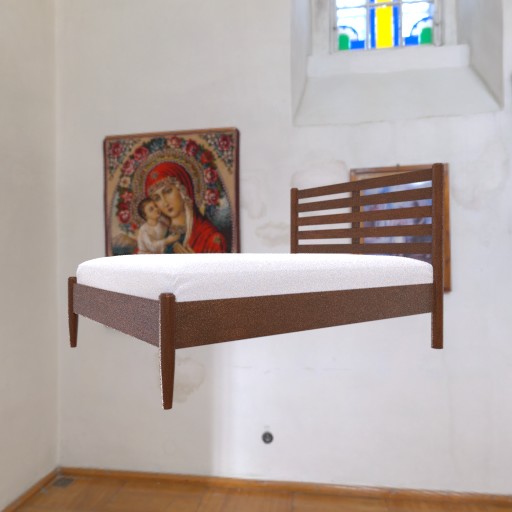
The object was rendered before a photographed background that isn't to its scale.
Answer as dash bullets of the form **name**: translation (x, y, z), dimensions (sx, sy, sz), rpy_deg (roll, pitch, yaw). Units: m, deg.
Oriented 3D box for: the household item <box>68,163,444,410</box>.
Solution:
- **household item**: translation (0.000, 0.000, 3.250), dimensions (2.232, 1.356, 1.663), rpy_deg (0, 1, -37)
